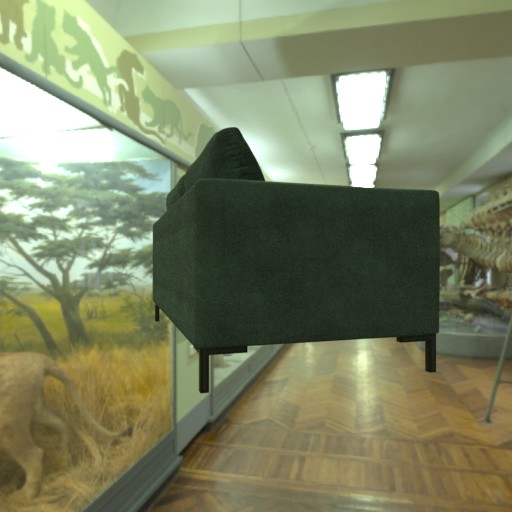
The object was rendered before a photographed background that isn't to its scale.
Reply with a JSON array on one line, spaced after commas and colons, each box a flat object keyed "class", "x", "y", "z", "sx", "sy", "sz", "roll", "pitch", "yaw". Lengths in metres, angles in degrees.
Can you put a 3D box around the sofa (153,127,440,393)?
[{"class": "sofa", "x": 0.000, "y": 0.000, "z": 2.183, "sx": 0.875, "sy": 0.817, "sz": 1.676, "roll": 0, "pitch": -1, "yaw": -17}]
